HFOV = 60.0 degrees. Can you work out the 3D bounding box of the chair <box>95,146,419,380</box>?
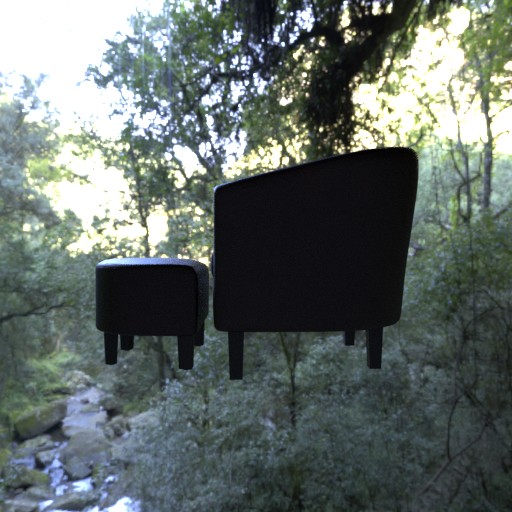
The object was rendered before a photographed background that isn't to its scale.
[{"bbox_3d":[0.000,0.000,1.671,1.176,0.755,0.737,0,1,-1],"label":"chair"}]
